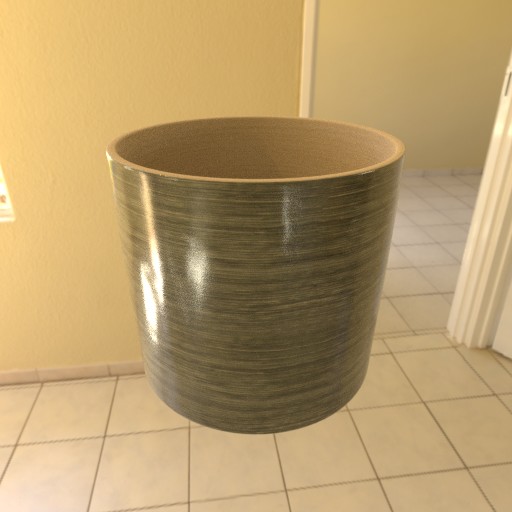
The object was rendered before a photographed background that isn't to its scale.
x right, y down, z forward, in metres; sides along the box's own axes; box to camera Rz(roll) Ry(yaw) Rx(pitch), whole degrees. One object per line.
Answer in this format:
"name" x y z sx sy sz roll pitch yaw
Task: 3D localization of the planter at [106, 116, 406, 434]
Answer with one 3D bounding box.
"planter" 0.000 0.000 0.386 0.221 0.201 0.221 0 27 0
